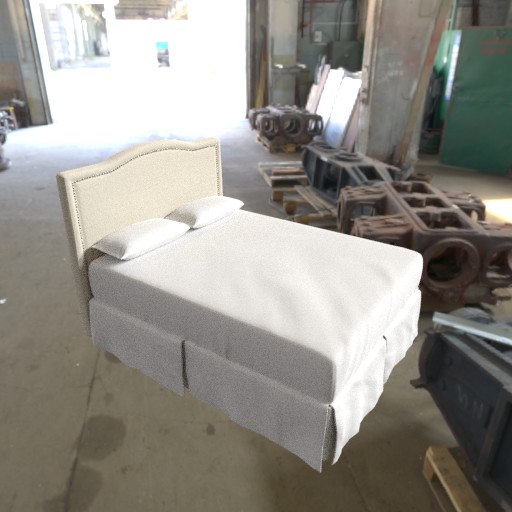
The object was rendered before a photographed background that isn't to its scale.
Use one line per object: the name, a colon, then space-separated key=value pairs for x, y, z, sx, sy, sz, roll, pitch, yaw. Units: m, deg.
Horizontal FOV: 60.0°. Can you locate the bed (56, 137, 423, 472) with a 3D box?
bed: x=0.000 y=0.000 z=3.311 sx=2.196 sy=1.449 sz=1.741 roll=16 pitch=30 yaw=31
